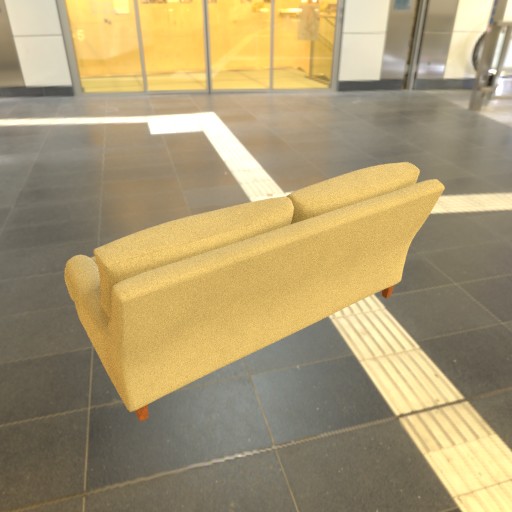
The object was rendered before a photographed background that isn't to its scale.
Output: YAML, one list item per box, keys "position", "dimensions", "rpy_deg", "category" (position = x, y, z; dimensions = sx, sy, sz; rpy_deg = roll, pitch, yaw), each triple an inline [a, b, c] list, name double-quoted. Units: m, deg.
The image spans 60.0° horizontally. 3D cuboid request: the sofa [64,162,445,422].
- position: [0.000, 0.000, 2.705]
  dimensions: [2.070, 0.997, 1.091]
  rpy_deg: [-19, 35, -30]
  category: "sofa"
